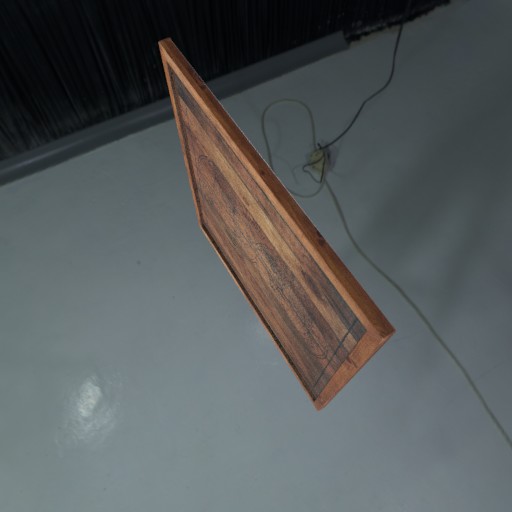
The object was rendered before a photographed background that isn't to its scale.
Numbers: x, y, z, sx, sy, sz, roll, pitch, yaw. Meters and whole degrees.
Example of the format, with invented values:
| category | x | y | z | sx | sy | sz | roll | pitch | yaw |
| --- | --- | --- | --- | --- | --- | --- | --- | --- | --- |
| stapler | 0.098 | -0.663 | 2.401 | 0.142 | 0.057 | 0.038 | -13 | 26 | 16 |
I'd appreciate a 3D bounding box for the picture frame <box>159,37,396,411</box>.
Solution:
| category | x | y | z | sx | sy | sz | roll | pitch | yaw |
| --- | --- | --- | --- | --- | --- | --- | --- | --- | --- |
| picture frame | 0.000 | 0.000 | 1.216 | 0.029 | 0.817 | 0.810 | -28 | 67 | -14 |
